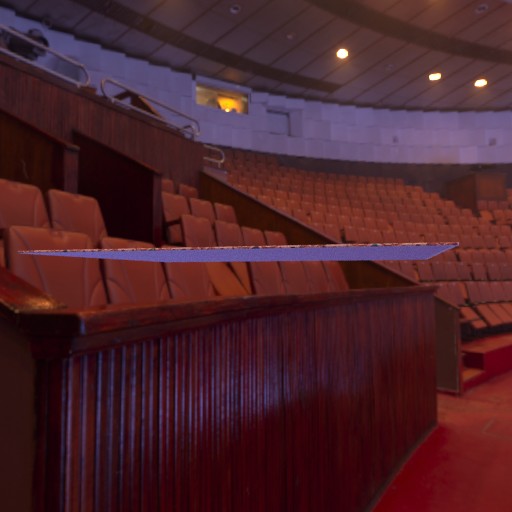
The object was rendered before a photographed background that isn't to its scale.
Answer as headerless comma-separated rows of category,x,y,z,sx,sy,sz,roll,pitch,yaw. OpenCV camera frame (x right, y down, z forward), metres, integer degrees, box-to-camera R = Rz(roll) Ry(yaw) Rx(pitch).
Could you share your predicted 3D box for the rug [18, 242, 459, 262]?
rug,0.000,0.000,4.212,3.215,0.020,2.446,-1,-3,17
